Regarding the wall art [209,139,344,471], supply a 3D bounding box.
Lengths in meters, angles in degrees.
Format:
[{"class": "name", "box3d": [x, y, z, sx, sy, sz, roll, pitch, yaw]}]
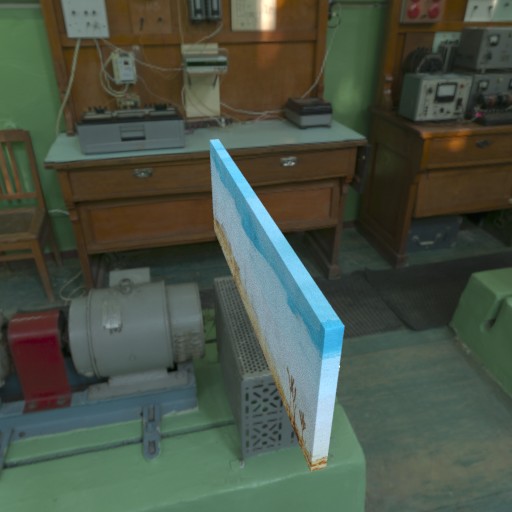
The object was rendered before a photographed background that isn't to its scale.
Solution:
[{"class": "wall art", "box3d": [0.000, 0.000, 0.868, 0.044, 0.254, 0.759, -8, 31, -13]}]
